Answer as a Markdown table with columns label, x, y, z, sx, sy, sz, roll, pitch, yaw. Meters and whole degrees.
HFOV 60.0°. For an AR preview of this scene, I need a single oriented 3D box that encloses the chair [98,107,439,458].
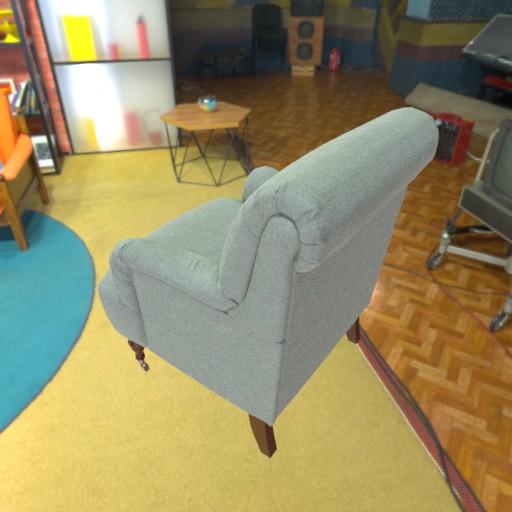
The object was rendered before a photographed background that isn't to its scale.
| label | x | y | z | sx | sy | sz | roll | pitch | yaw |
| --- | --- | --- | --- | --- | --- | --- | --- | --- | --- |
| chair | 0.000 | 0.000 | 1.865 | 1.060 | 1.178 | 0.964 | 22 | 39 | 29 |
